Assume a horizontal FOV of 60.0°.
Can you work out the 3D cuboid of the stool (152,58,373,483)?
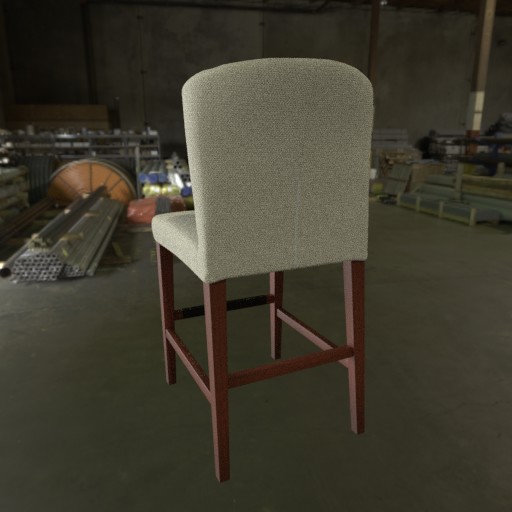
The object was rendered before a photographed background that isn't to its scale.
[{"bbox_3d":[0.000,0.000,1.266,0.481,0.969,0.568,-7,17,-25],"label":"stool"}]
